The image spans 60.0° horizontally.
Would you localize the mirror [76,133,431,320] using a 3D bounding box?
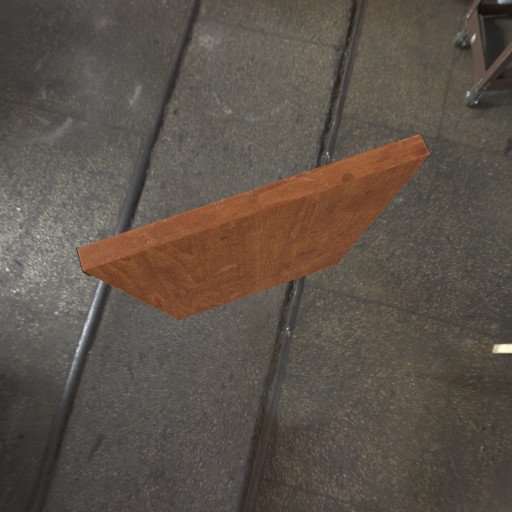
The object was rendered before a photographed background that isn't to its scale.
[{"bbox_3d":[0.000,0.000,0.990,0.517,0.761,0.053,-19,78,-4],"label":"mirror"}]
